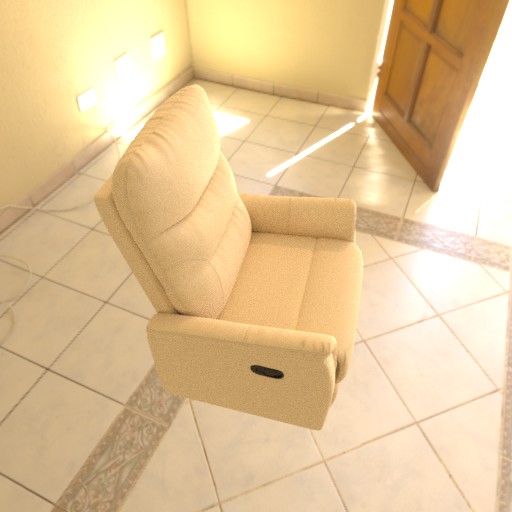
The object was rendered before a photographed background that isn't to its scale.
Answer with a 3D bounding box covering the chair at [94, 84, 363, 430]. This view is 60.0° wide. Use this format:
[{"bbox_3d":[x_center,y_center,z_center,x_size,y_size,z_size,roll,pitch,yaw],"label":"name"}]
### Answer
[{"bbox_3d":[0.000,0.000,1.660,0.831,1.082,0.775,11,47,10],"label":"chair"}]
